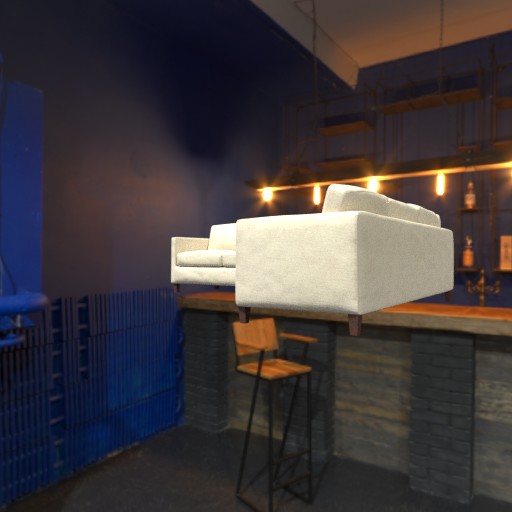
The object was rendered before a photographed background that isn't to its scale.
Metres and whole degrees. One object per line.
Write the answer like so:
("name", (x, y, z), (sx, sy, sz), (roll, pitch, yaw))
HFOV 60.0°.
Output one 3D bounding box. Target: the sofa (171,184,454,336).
("sofa", (0.000, 0.000, 4.551), (3.302, 0.947, 2.593), (0, 0, 36))
